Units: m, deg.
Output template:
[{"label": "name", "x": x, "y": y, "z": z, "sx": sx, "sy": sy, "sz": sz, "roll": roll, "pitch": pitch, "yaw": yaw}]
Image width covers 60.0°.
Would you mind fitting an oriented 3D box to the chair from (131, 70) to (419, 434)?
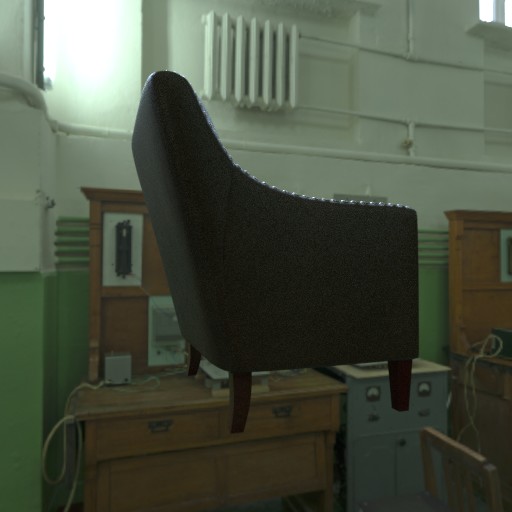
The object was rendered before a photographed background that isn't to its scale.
[{"label": "chair", "x": 0.000, "y": 0.000, "z": 1.333, "sx": 0.704, "sy": 0.813, "sz": 0.639, "roll": 0, "pitch": -1, "yaw": -19}]
